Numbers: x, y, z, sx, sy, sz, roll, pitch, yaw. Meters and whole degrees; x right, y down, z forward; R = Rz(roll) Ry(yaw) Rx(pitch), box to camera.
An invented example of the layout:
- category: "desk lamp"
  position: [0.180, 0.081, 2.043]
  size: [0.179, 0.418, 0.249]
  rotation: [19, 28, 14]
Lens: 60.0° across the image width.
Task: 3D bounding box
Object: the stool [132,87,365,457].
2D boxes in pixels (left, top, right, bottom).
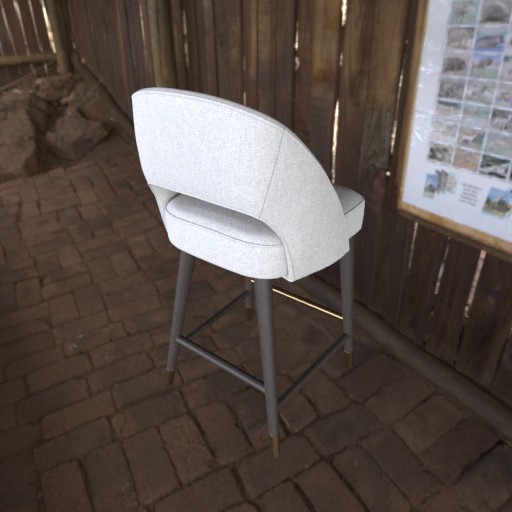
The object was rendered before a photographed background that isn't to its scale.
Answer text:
- category: "stool"
  position: [0.000, 0.000, 1.234]
  size: [0.494, 0.940, 0.509]
  rotation: [21, 36, 32]
